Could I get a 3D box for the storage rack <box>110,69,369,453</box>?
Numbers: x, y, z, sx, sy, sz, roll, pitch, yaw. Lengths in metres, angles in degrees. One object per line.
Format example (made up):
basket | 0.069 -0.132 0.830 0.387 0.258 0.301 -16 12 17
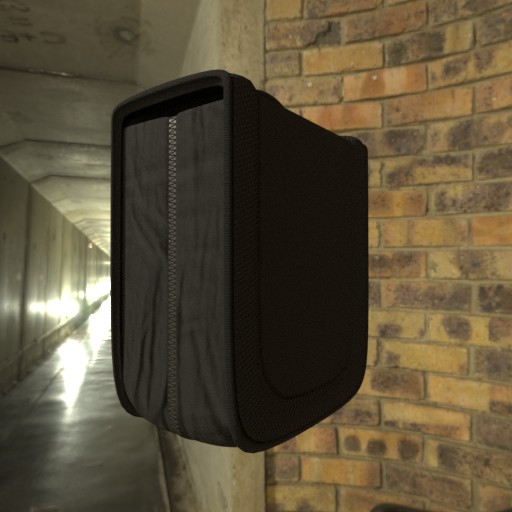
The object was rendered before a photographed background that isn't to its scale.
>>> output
storage rack | 0.000 0.000 0.533 0.168 0.387 0.297 -1 -1 37
